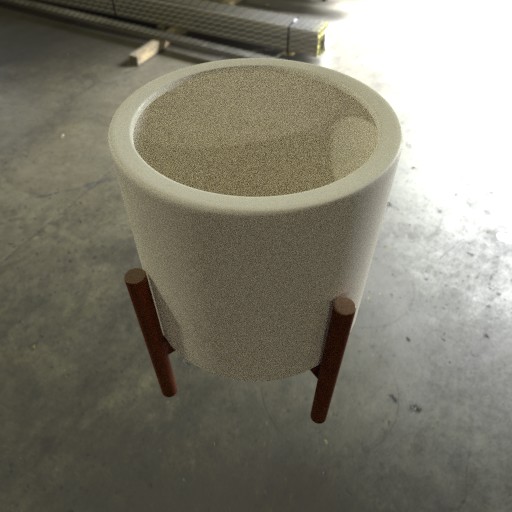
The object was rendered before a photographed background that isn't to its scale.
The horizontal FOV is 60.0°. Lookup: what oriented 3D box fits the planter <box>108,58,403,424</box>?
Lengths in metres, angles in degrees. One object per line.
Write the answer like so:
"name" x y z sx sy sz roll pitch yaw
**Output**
"planter" 0.000 0.000 0.851 0.421 0.581 0.420 9 47 9
